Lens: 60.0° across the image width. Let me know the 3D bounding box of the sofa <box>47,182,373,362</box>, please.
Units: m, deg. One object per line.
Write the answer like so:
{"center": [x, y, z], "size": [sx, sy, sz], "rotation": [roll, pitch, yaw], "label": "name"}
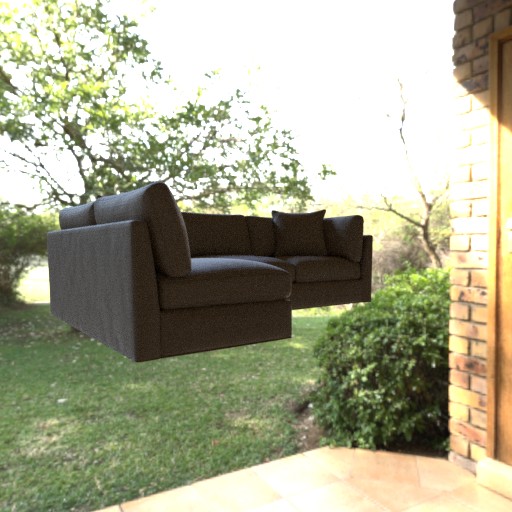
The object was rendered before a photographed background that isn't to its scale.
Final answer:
{"center": [0.000, 0.000, 3.751], "size": [2.896, 0.978, 1.994], "rotation": [-1, 1, -36], "label": "sofa"}
